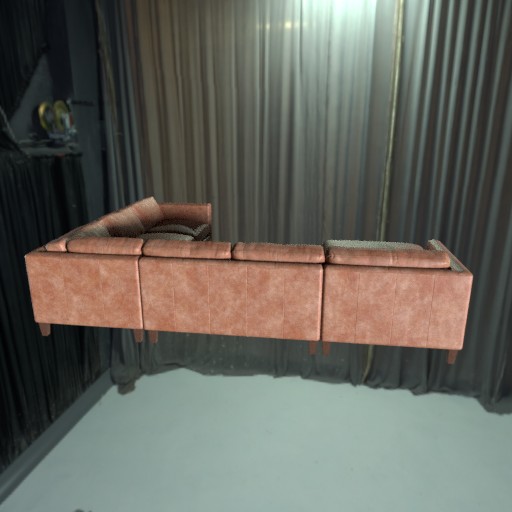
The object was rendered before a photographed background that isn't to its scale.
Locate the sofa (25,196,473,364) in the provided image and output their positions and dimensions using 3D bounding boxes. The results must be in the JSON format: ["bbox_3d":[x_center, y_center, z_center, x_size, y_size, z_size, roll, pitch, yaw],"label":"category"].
[{"bbox_3d":[0.000,0.000,4.535,3.401,0.832,2.430,2,17,8],"label":"sofa"}]
